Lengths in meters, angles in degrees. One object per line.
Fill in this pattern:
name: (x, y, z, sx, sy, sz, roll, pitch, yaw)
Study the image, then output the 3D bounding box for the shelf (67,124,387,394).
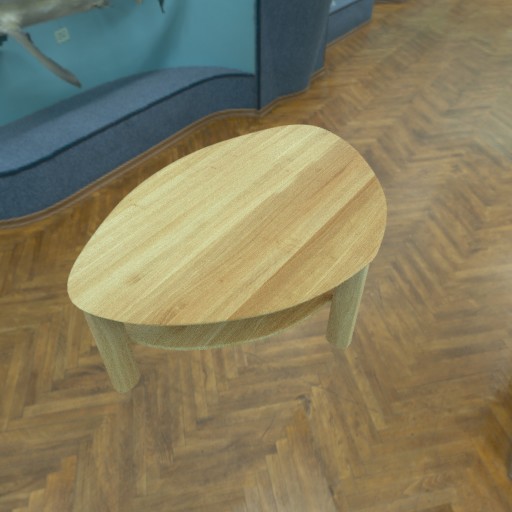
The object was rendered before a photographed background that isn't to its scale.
shelf: (0.000, 0.000, 1.615, 0.845, 0.440, 1.246, 26, 48, 26)
